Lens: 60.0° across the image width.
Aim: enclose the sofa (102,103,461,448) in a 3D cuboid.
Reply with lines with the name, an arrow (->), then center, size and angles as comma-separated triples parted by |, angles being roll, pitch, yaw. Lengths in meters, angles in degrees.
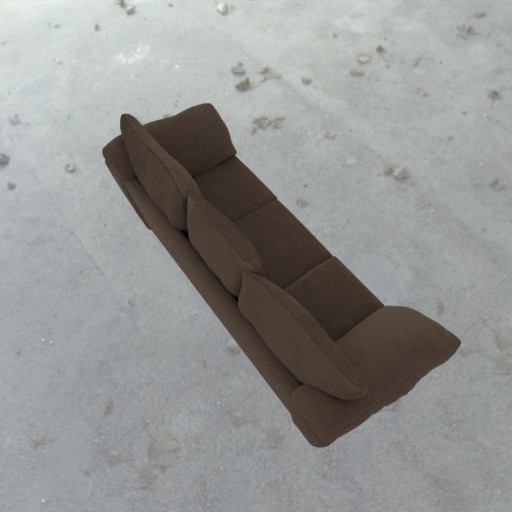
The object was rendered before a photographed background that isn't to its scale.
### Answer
sofa -> 0.000, 0.000, 2.786 | 0.878, 1.015, 2.336 | -32, 64, -18
